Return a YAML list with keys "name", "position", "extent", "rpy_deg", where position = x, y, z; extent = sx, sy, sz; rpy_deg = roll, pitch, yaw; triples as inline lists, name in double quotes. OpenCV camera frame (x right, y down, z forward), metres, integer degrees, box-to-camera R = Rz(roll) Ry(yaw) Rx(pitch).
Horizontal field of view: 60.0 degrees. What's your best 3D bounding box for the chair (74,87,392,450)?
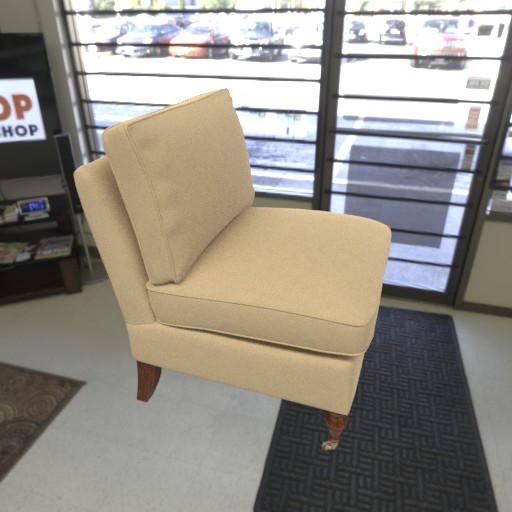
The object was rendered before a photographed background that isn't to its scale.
- name: "chair"
  position: [0.000, 0.000, 1.617]
  extent: [0.912, 1.052, 0.724]
  rpy_deg: [10, 30, 17]
